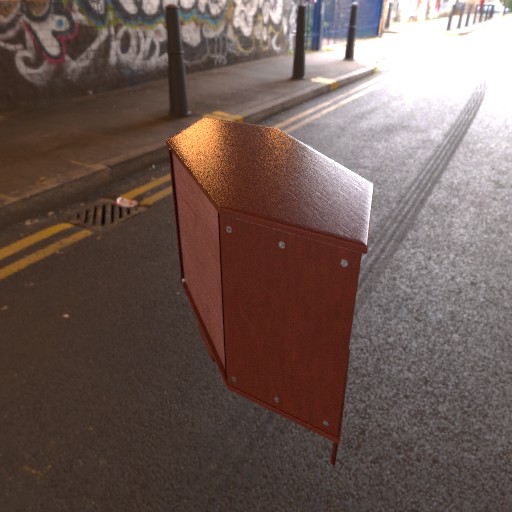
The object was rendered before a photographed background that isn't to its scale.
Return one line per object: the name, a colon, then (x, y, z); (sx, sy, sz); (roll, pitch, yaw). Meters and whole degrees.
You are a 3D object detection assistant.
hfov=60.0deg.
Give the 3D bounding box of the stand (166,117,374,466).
stand: (0.000, 0.000, 1.361); (0.381, 0.614, 1.072); (-11, 32, -18)
